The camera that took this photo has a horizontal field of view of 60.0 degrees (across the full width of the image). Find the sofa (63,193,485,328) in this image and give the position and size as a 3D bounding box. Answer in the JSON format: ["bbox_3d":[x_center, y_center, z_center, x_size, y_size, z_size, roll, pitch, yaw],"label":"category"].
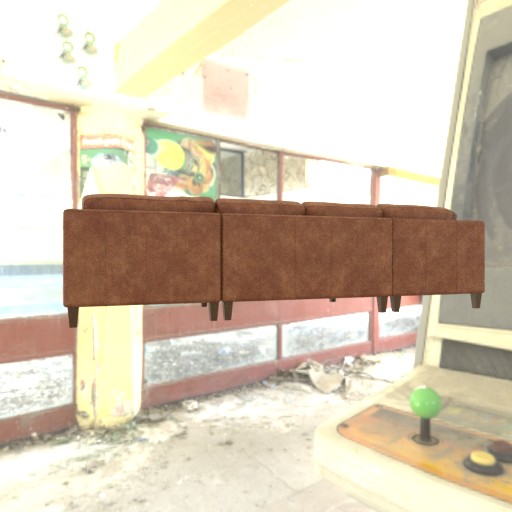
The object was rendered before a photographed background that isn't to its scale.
[{"bbox_3d":[0.000,0.000,4.418,3.324,0.888,2.452,0,0,-18],"label":"sofa"}]
